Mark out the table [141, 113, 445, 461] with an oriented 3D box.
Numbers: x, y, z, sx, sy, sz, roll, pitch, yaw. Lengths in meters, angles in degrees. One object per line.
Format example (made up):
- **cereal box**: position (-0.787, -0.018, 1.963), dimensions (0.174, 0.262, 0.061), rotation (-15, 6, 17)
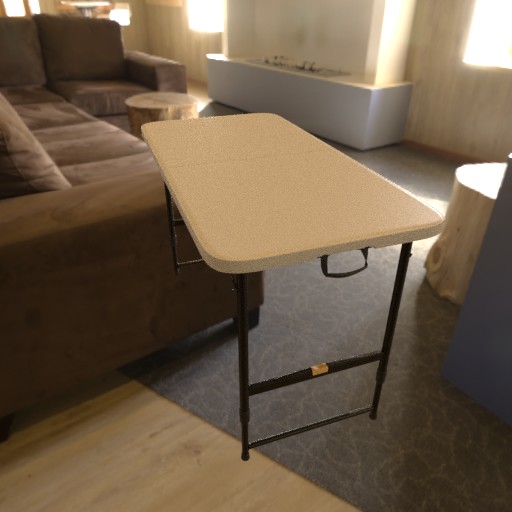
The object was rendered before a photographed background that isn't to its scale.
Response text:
- **table**: position (0.000, 0.000, 1.641), dimensions (0.611, 0.737, 1.245), rotation (-10, 32, -17)
